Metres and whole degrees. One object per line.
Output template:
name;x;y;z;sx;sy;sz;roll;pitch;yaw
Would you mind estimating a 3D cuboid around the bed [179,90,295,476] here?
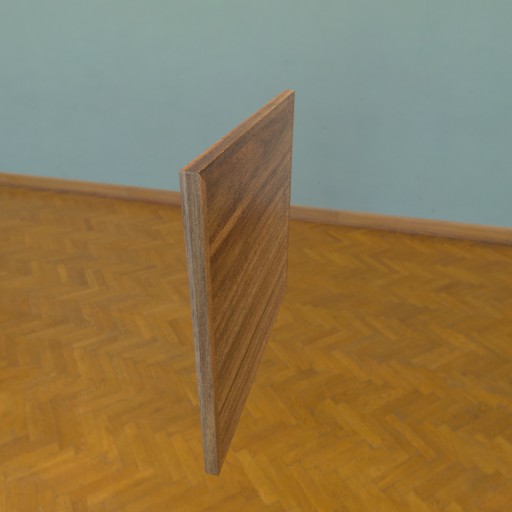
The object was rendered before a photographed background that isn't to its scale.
bed;0.000;0.000;1.539;0.043;0.940;1.041;7;30;13
